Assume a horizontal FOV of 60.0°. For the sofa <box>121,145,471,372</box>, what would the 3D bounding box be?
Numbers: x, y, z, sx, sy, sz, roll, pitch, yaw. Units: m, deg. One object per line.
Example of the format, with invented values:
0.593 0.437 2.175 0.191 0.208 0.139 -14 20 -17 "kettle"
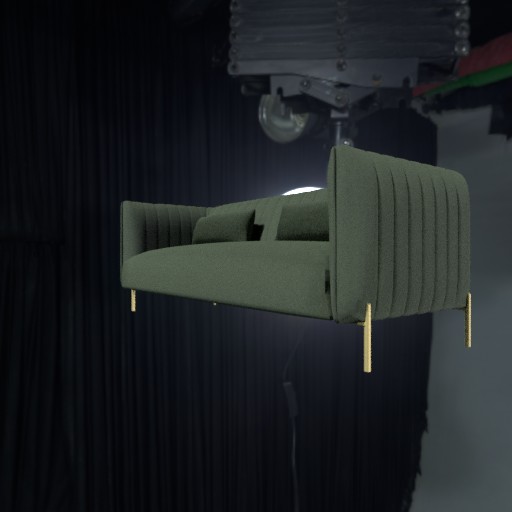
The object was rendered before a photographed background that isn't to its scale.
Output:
0.000 0.000 2.553 0.896 0.793 2.137 0 0 -37 "sofa"
